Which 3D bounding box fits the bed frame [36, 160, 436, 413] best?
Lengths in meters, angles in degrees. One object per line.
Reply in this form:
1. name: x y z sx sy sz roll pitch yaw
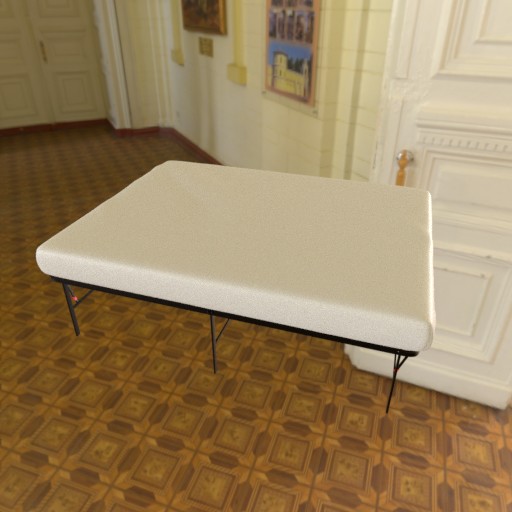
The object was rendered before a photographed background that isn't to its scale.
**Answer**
1. bed frame: 0.000 0.000 2.926 2.151 0.667 1.584 10 32 16
